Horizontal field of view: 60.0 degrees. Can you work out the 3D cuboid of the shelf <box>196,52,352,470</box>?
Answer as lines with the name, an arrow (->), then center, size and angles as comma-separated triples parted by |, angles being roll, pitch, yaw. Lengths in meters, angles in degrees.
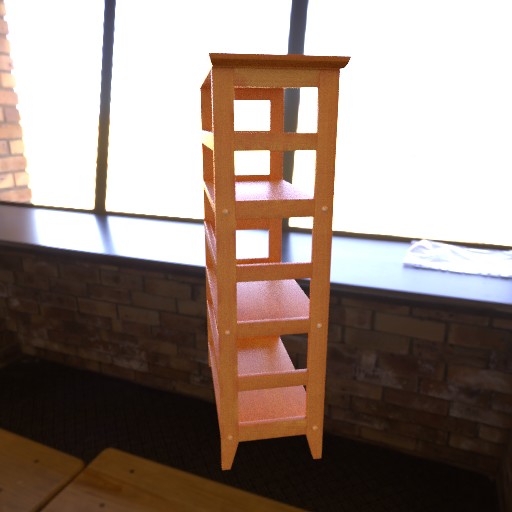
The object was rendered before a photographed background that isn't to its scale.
shelf -> 0.000, 0.000, 1.384 | 0.305, 1.067, 0.660 | -3, 17, -9
